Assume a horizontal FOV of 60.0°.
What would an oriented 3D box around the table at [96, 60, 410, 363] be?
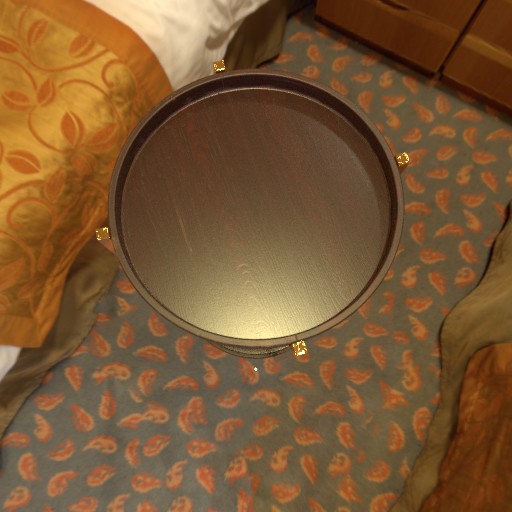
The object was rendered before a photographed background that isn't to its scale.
[{"bbox_3d":[0.000,0.000,0.844,0.400,0.610,0.400,-15,76,-4],"label":"table"}]
